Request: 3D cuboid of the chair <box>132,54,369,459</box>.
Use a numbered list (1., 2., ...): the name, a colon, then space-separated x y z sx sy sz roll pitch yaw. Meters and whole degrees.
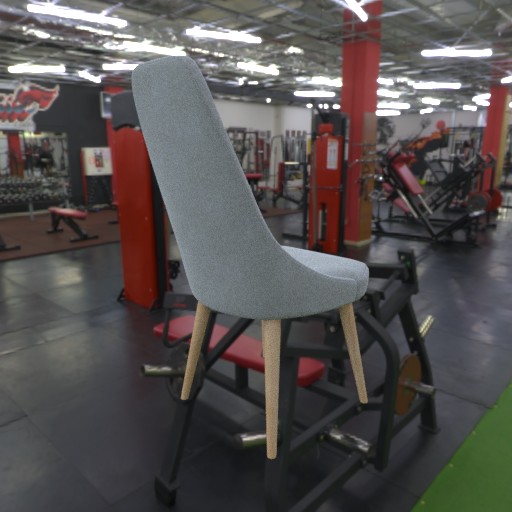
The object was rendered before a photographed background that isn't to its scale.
1. chair: 0.000 0.000 1.356 0.660 1.040 0.510 -13 18 -43
